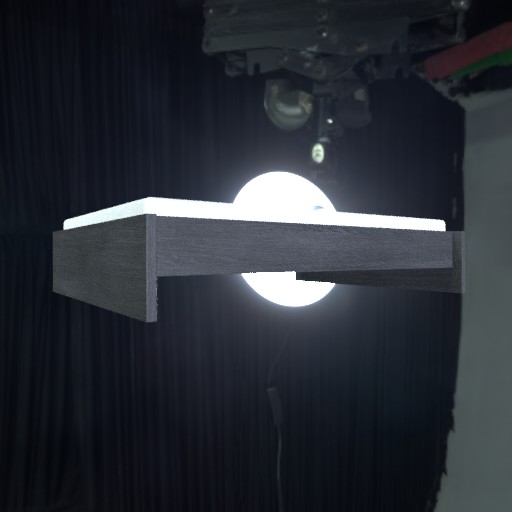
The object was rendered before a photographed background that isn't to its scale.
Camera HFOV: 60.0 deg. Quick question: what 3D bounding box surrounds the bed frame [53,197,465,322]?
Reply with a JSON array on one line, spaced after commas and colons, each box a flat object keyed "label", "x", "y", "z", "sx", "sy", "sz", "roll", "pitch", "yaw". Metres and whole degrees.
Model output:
[{"label": "bed frame", "x": 0.000, "y": 0.000, "z": 2.636, "sx": 1.950, "sy": 0.432, "sz": 1.490, "roll": 0, "pitch": 0, "yaw": -35}]
